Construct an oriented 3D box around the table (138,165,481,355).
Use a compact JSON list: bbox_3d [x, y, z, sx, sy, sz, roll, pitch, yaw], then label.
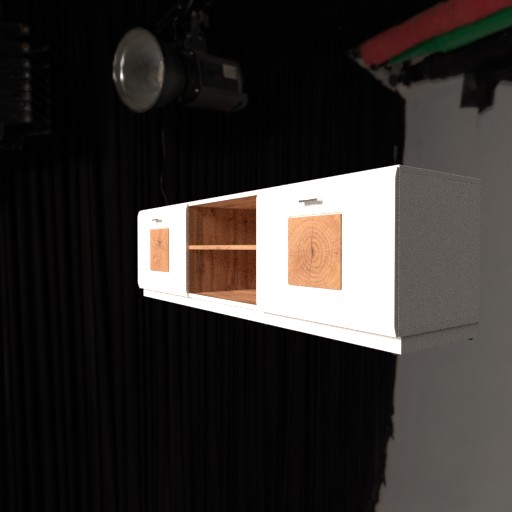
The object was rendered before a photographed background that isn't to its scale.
[{"bbox_3d":[0.000,0.000,1.730,0.400,0.440,1.550,-1,1,-36],"label":"table"}]
